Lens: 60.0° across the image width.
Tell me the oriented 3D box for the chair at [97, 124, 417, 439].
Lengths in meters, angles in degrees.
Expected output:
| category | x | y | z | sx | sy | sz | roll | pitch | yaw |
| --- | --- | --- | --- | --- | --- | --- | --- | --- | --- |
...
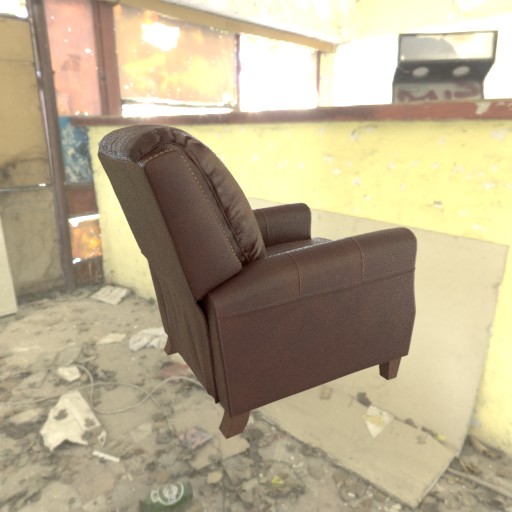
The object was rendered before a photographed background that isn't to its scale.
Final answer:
| category | x | y | z | sx | sy | sz | roll | pitch | yaw |
| --- | --- | --- | --- | --- | --- | --- | --- | --- | --- |
| chair | 0.000 | 0.000 | 1.804 | 1.089 | 1.022 | 0.826 | -8 | 18 | -27 |
